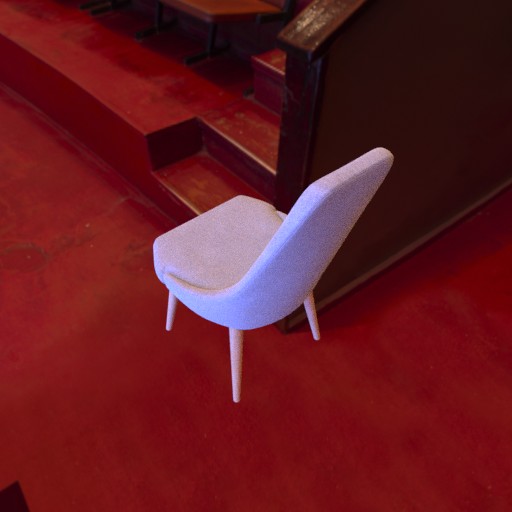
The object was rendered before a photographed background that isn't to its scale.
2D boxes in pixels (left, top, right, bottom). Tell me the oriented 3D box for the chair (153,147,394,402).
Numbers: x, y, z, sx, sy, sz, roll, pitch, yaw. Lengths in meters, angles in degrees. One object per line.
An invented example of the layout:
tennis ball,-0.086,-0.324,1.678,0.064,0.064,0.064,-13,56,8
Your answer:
chair,0.000,0.000,1.421,0.510,1.040,0.660,-31,54,-26
